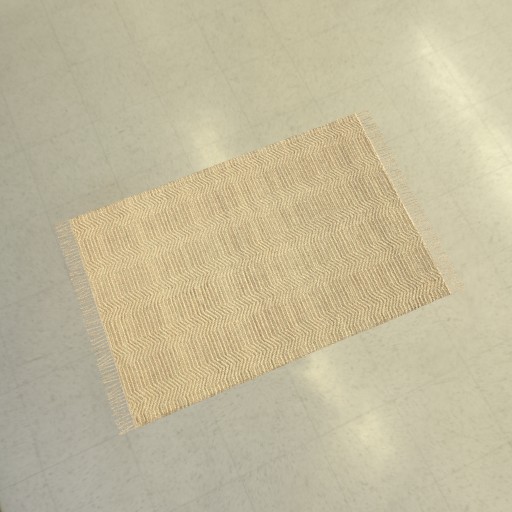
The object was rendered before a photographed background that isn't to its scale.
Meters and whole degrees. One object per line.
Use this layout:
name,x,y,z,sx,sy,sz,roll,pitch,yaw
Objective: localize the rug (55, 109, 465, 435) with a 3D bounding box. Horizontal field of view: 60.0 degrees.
rug,0.000,0.000,3.117,2.523,0.034,1.528,-22,76,-6
